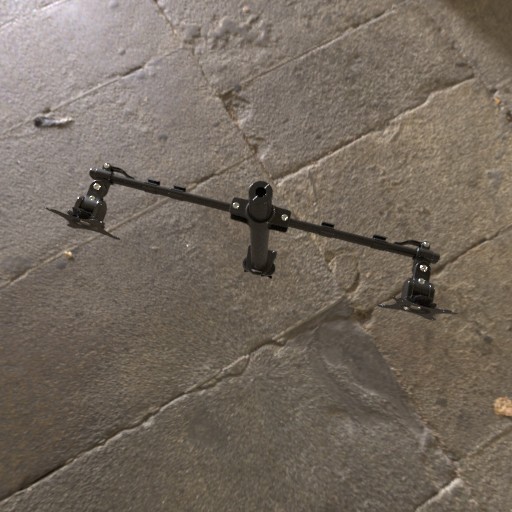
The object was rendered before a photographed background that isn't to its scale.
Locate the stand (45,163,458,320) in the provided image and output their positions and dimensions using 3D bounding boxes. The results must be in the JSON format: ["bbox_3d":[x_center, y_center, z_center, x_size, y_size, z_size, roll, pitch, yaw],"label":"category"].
[{"bbox_3d":[0.000,0.000,1.030,0.743,0.603,0.150,14,75,4],"label":"stand"}]
